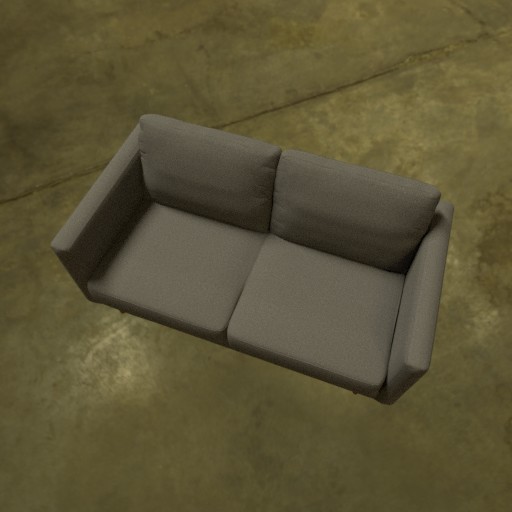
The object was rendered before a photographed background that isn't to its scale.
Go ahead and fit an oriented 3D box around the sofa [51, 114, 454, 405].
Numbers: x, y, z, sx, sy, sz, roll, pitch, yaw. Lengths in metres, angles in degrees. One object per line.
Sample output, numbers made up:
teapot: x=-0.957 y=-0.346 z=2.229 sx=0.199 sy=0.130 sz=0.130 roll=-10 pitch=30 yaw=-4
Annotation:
sofa: x=0.000 y=0.000 z=2.254 sx=1.713 sy=0.866 sz=0.940 roll=17 pitch=59 yaw=10
